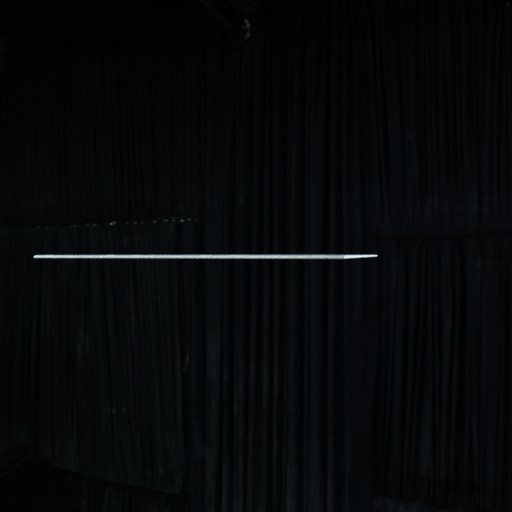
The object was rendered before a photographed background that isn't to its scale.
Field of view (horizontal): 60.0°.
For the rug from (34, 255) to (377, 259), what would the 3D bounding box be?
[{"bbox_3d":[0.000,0.000,3.121,1.528,0.015,2.443,0,0,18],"label":"rug"}]
